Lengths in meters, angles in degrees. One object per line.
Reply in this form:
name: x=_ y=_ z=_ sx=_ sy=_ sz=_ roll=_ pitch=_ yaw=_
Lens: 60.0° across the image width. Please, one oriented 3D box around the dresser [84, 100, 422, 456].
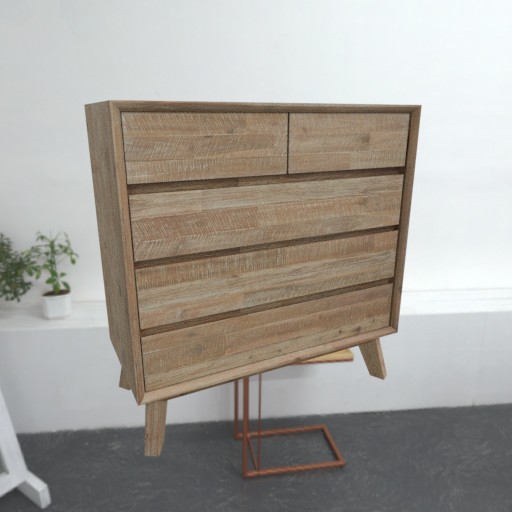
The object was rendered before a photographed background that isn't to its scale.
dresser: x=0.000 y=0.000 z=1.592 sx=0.998 sy=1.029 sz=0.455 roll=-9 pitch=19 yaw=-26
